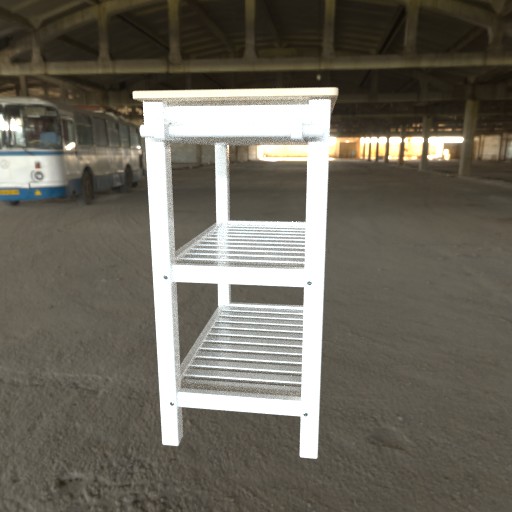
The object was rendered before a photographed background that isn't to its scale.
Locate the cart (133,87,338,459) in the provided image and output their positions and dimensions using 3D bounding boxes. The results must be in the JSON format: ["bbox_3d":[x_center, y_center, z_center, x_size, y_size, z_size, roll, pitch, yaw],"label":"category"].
[{"bbox_3d":[0.000,0.000,1.441,0.457,0.927,0.899,2,14,8],"label":"cart"}]
